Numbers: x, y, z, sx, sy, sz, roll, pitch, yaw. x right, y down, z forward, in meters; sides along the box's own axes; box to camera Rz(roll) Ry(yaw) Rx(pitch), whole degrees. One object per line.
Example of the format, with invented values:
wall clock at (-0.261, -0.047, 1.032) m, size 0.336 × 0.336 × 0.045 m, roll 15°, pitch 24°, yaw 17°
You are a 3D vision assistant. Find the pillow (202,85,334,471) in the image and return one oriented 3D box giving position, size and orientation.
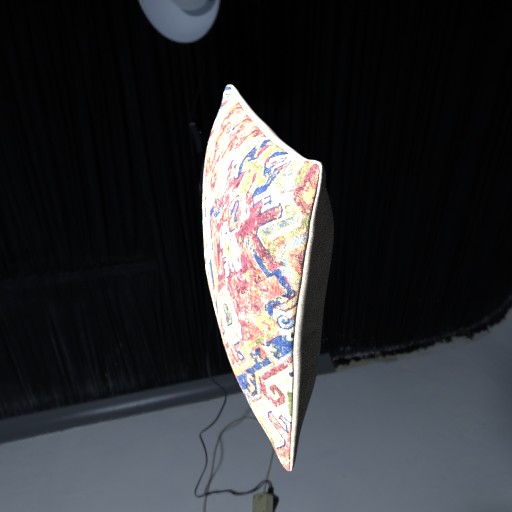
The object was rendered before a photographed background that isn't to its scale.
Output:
pillow at (0.000, 0.000, 0.794) m, size 0.166 × 0.506 × 0.523 m, roll -7°, pitch 31°, yaw -12°
